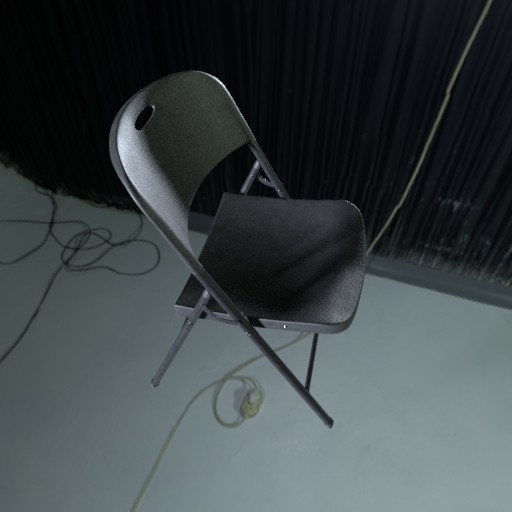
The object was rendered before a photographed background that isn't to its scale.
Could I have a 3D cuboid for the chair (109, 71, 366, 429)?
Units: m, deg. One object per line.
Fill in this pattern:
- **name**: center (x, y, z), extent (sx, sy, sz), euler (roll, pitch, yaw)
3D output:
- **chair**: center (0.000, 0.000, 1.171), extent (0.566, 0.810, 0.494), euler (10, 49, 9)
